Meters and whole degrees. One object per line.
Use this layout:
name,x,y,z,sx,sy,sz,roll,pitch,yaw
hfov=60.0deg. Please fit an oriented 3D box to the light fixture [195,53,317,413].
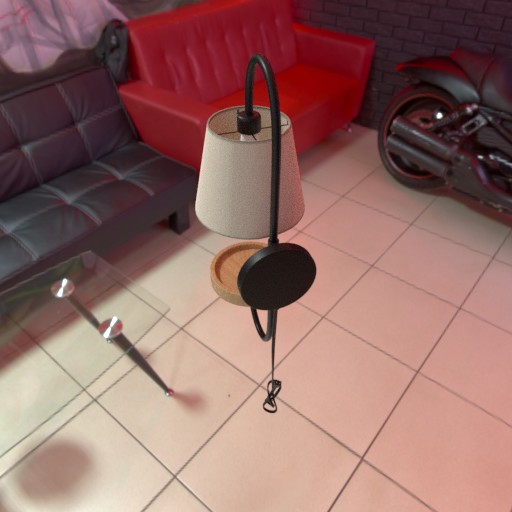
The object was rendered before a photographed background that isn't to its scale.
light fixture,0.000,0.000,0.933,0.220,0.821,0.299,-12,43,-13
